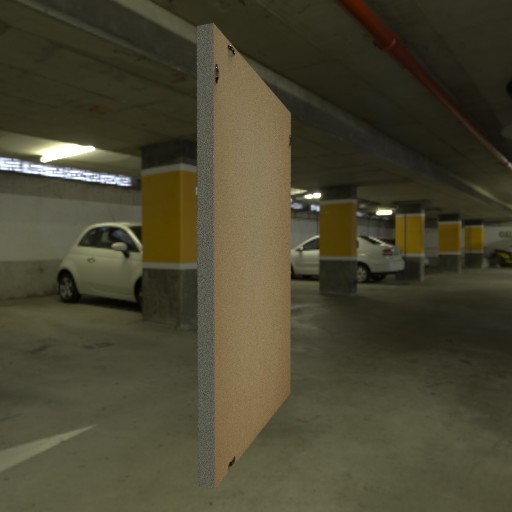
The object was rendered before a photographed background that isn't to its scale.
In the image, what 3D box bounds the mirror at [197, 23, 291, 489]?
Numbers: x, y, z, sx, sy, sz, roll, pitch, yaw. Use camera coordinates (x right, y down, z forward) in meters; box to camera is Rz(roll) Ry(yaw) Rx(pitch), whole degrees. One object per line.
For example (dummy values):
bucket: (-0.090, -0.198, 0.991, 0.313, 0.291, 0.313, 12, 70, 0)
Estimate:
mirror: (0.000, 0.000, 1.162, 0.041, 0.914, 0.609, 0, 1, 19)
